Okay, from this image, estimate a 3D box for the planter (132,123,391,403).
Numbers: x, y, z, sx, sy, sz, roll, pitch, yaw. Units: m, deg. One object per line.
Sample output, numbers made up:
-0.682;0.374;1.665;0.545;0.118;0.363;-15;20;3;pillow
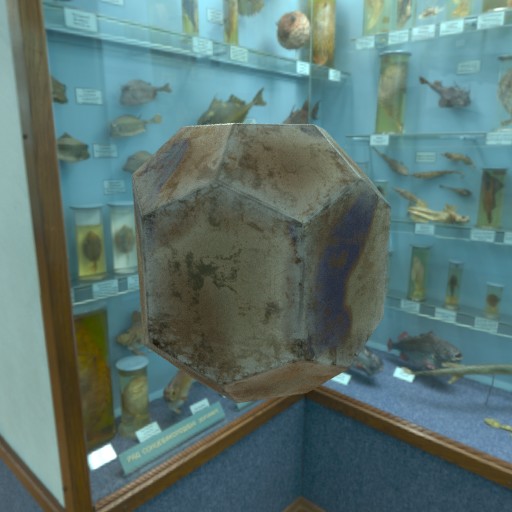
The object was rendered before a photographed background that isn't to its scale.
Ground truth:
0.000;0.000;0.427;0.221;0.238;0.243;13;18;43;planter
